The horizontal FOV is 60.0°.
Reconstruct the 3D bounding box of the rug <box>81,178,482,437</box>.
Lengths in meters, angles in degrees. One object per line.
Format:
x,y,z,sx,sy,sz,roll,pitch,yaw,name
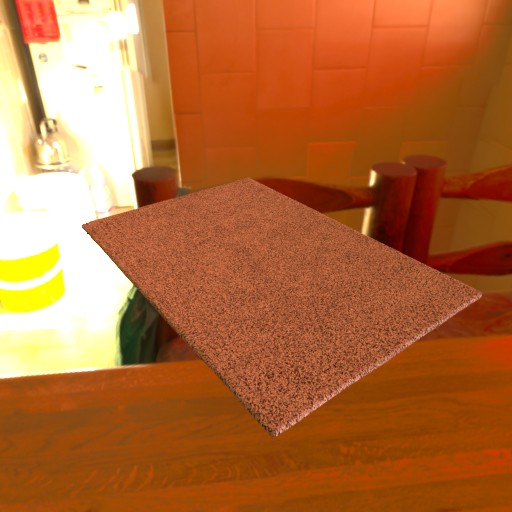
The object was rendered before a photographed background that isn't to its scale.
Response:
0.000,0.000,2.284,1.219,0.030,1.778,-21,37,-31,rug
